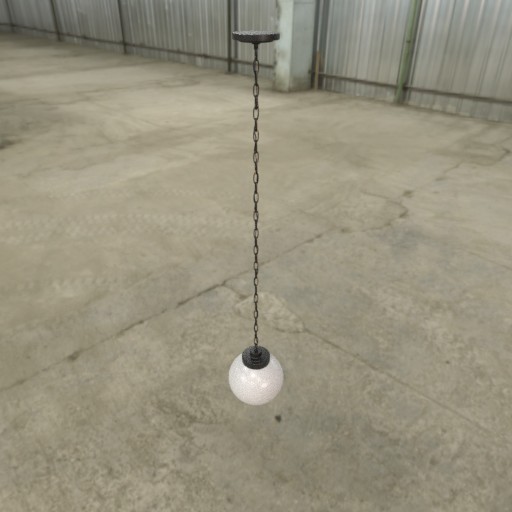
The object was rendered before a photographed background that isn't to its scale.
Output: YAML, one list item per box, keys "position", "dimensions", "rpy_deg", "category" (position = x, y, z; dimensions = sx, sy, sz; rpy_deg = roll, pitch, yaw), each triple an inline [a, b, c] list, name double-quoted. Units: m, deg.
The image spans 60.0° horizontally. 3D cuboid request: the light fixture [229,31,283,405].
- position: [0.000, 0.000, 2.069]
  dimensions: [0.304, 1.867, 0.305]
  rpy_deg: [-8, 32, -14]
  category: "light fixture"
